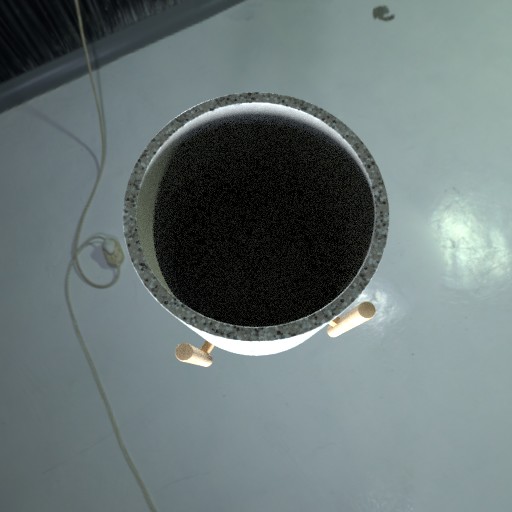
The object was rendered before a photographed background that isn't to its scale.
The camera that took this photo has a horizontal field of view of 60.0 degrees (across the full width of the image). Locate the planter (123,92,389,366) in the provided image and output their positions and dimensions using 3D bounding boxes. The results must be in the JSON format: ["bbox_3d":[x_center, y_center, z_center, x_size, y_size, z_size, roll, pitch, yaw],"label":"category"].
[{"bbox_3d":[0.000,0.000,0.706,0.360,0.419,0.360,-34,77,-9],"label":"planter"}]
